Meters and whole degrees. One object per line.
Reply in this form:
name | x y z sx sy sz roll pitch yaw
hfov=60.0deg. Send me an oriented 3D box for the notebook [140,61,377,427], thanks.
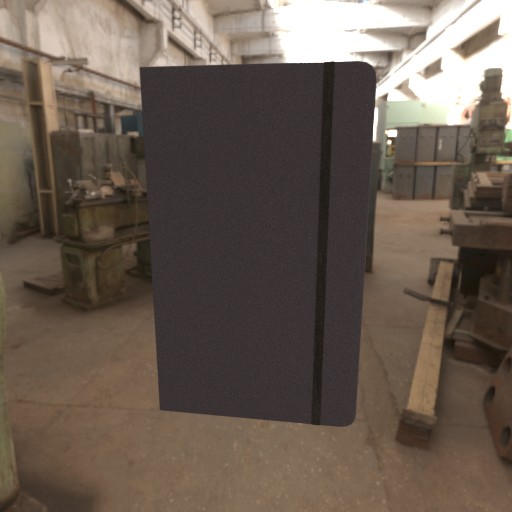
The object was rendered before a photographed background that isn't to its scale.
notebook | 0.000 0.000 0.266 0.127 0.213 0.016 2 14 9
